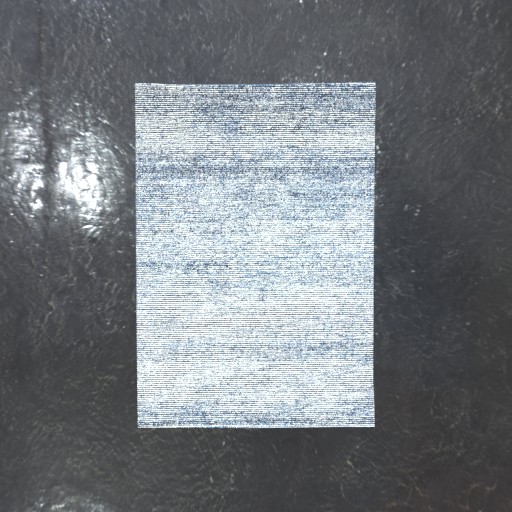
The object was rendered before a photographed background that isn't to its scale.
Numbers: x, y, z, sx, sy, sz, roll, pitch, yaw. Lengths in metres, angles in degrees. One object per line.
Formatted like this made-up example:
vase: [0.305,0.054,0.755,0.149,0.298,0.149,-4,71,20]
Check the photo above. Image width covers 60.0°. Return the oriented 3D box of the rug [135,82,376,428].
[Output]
rug: [0.000,0.000,3.001,1.624,0.030,2.349,0,91,-1]
